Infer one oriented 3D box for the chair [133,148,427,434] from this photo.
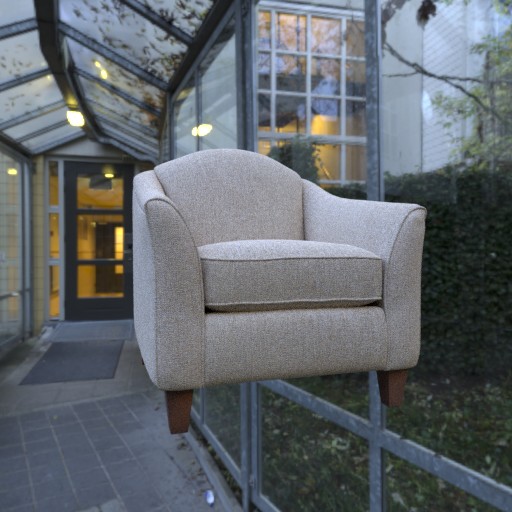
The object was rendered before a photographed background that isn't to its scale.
[{"bbox_3d":[0.000,0.000,1.460,0.763,0.839,0.787,0,1,-17],"label":"chair"}]
